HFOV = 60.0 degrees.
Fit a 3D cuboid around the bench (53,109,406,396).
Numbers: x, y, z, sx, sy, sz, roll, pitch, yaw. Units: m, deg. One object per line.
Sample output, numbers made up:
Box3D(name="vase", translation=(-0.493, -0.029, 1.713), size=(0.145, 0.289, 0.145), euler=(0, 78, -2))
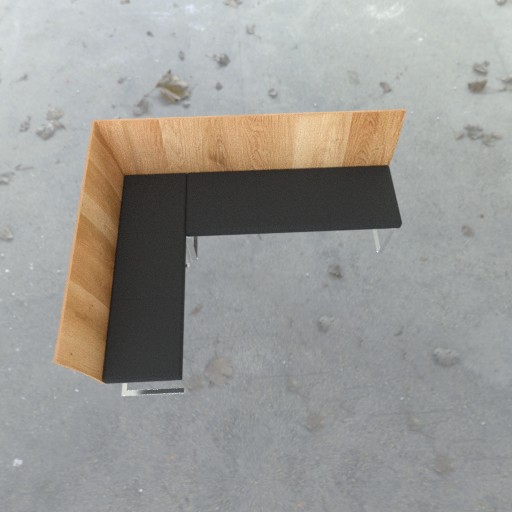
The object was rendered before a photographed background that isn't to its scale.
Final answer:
Box3D(name="bench", translation=(0.000, 0.000, 2.819), size=(1.945, 0.930, 1.495), euler=(-2, 63, -1))
